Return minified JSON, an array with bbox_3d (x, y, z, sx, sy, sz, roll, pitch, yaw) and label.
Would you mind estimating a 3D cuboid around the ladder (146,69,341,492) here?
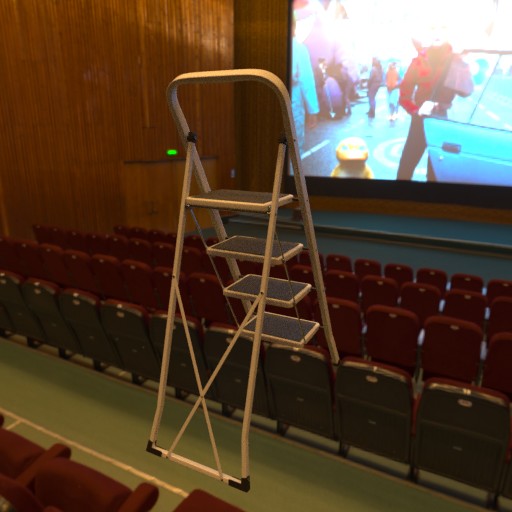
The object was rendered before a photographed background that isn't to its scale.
[{"bbox_3d":[0.000,0.000,1.690,0.460,1.265,0.914,8,18,26],"label":"ladder"}]
